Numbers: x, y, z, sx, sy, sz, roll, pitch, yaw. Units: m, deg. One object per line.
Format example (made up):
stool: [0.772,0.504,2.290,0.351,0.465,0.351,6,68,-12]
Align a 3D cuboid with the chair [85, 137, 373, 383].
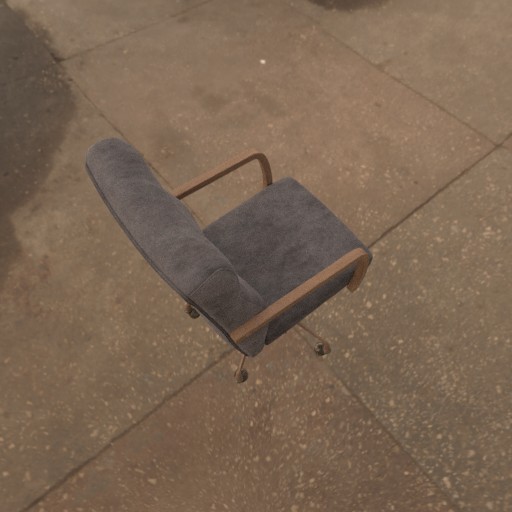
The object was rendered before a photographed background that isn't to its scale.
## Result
chair: [0.000,0.000,1.498,0.741,1.029,0.640,-32,63,-18]
